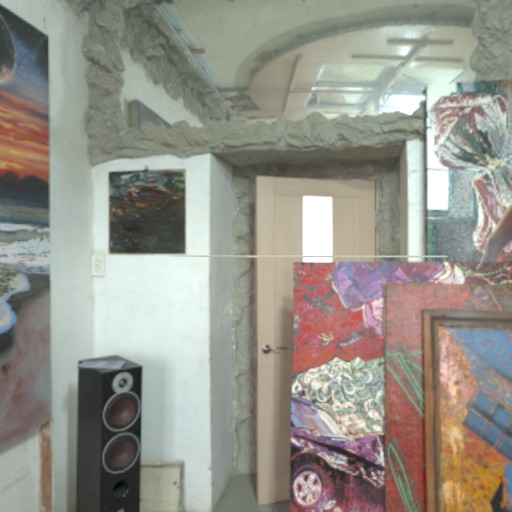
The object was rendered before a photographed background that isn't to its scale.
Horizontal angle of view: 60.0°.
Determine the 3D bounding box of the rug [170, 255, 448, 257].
[{"bbox_3d":[0.000,0.000,2.713,0.806,0.006,2.431,0,0,-17],"label":"rug"}]
